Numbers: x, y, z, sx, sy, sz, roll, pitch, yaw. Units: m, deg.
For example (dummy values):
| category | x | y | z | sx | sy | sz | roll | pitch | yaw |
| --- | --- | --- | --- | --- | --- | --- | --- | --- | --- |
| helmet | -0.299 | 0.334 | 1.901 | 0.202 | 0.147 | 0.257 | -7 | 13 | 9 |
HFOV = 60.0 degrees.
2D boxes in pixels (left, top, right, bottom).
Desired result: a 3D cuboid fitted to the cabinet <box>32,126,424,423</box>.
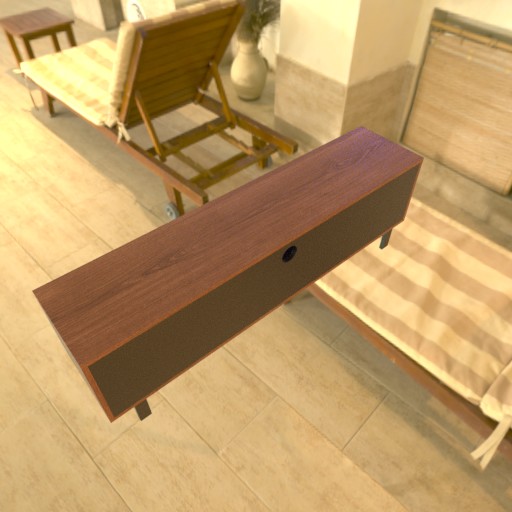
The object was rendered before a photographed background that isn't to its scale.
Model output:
| category | x | y | z | sx | sy | sz | roll | pitch | yaw |
| --- | --- | --- | --- | --- | --- | --- | --- | --- | --- |
| cabinet | 0.000 | 0.000 | 1.923 | 1.650 | 0.500 | 0.400 | -31 | 53 | -27 |
